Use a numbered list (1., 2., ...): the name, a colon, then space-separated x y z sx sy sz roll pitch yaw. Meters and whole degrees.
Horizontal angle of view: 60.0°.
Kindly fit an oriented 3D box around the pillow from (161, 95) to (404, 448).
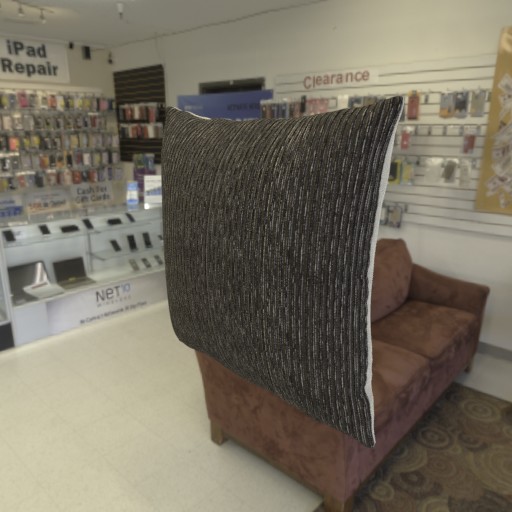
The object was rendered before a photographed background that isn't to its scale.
1. pillow: 0.000 0.000 0.659 0.196 0.434 0.433 -16 22 -42
